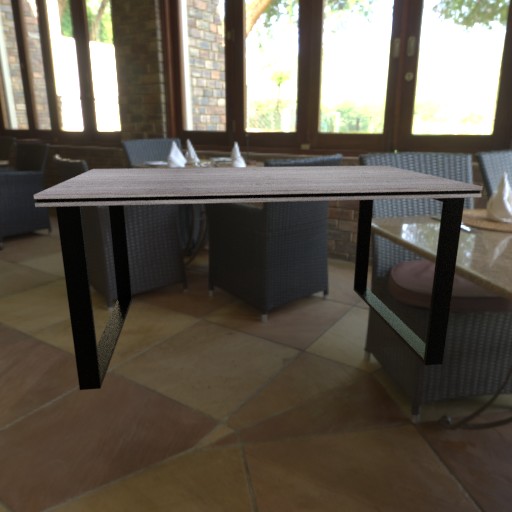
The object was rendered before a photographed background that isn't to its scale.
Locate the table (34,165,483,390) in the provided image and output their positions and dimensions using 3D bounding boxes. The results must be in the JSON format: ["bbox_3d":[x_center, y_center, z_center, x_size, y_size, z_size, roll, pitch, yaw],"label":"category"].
[{"bbox_3d":[0.000,0.000,2.067,1.579,0.736,0.881,-2,17,-7],"label":"table"}]
